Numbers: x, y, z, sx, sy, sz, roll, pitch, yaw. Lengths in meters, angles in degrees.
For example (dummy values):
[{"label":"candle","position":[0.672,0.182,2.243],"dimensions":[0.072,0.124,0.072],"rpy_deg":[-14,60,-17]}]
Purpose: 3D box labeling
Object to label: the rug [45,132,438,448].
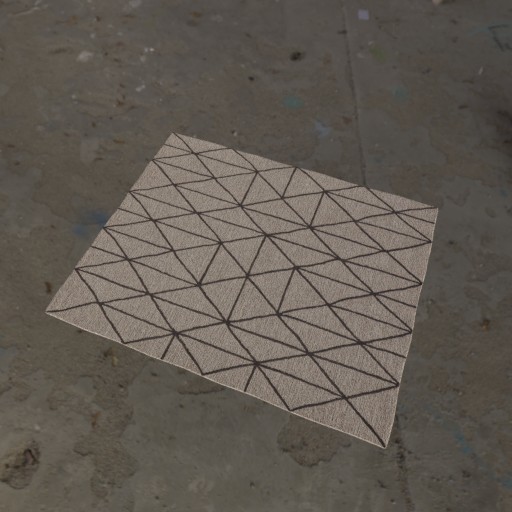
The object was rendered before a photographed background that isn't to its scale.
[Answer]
[{"label":"rug","position":[0.000,0.000,4.201],"dimensions":[3.061,0.022,2.468],"rpy_deg":[18,59,11]}]
